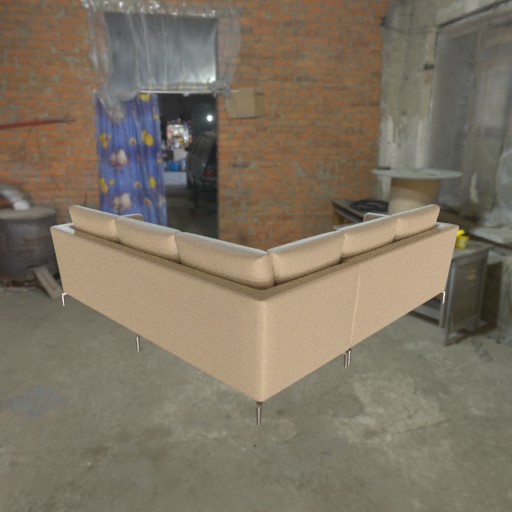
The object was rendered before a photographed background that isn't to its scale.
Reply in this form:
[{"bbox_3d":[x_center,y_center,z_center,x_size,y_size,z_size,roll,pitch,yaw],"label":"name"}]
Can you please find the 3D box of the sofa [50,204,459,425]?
[{"bbox_3d":[0.000,0.000,3.750,2.448,0.867,2.430,15,21,42],"label":"sofa"}]
